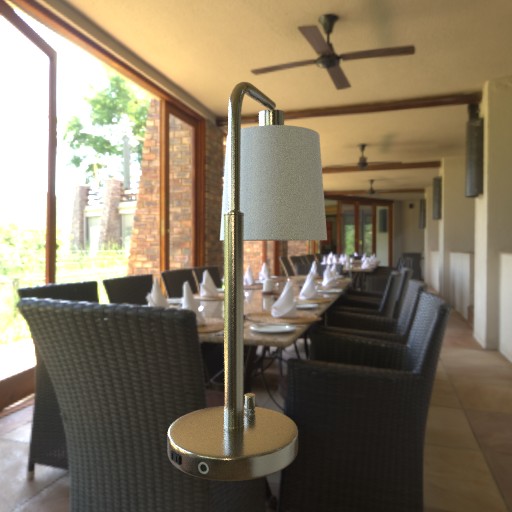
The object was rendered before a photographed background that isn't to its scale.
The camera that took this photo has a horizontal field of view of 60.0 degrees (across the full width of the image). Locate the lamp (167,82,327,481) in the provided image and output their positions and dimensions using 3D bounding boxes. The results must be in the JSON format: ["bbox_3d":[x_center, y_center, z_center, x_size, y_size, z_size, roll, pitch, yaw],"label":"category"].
[{"bbox_3d":[0.000,0.000,0.639,0.171,0.489,0.333,0,1,20],"label":"lamp"}]
